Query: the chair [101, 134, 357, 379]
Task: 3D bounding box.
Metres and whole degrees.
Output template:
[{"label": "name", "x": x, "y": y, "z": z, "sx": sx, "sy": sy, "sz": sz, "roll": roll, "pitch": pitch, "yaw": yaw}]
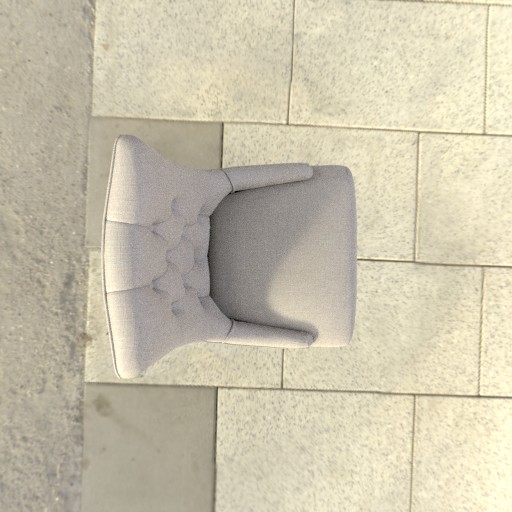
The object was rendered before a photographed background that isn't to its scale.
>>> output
[{"label": "chair", "x": 0.000, "y": 0.000, "z": 1.221, "sx": 0.565, "sy": 0.874, "sz": 0.509, "roll": 0, "pitch": 90, "yaw": -1}]
